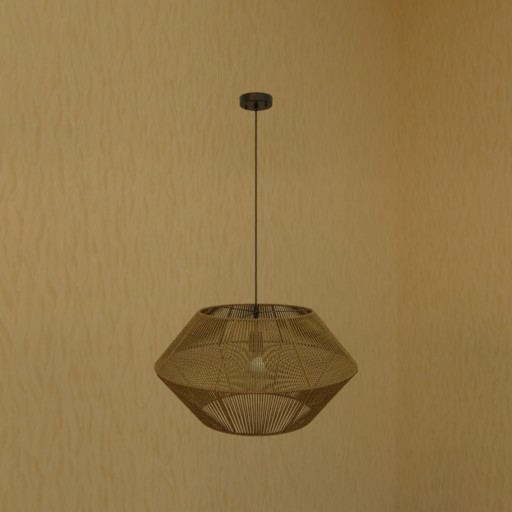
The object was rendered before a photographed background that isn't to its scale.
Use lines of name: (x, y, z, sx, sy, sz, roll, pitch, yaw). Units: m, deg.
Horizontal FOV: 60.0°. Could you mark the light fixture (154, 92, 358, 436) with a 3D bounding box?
light fixture: (0.000, 0.000, 1.422, 0.643, 1.009, 0.643, 0, 1, 0)
